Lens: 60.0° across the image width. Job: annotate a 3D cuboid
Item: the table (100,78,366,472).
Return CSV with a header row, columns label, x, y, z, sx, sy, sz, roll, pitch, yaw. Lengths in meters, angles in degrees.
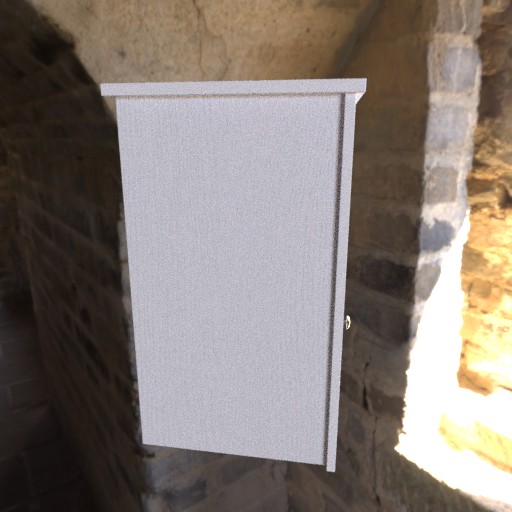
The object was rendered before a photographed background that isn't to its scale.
label,x,y,z,sx,sy,sz,roll,pitch,yaw
table,0.000,0.000,0.929,0.381,0.635,0.480,3,16,9
